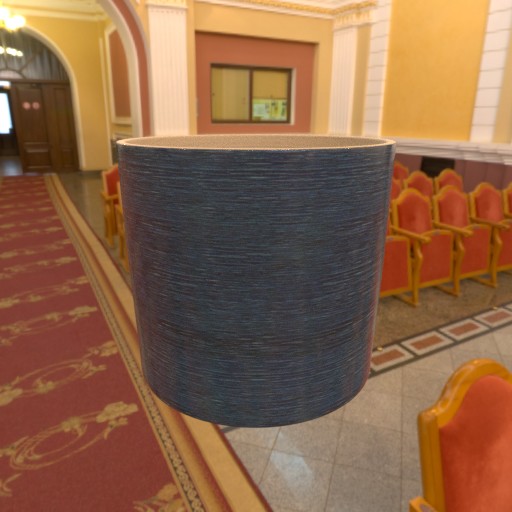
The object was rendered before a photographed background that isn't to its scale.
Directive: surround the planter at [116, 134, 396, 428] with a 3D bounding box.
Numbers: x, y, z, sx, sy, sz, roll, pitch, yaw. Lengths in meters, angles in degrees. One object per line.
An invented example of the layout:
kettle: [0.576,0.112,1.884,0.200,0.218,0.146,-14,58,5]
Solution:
planter: [0.000,0.000,0.395,0.221,0.201,0.221,0,18,0]
